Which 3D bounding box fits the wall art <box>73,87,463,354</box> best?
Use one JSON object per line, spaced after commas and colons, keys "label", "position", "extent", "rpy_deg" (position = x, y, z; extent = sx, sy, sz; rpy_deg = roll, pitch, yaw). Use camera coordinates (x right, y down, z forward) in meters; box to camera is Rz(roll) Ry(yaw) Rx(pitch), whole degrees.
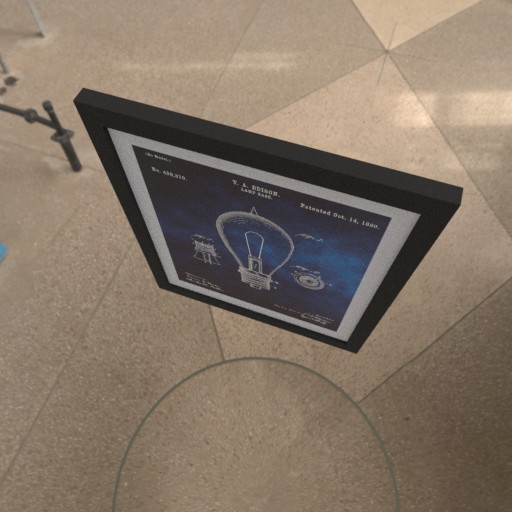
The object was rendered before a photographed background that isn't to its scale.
{"label": "wall art", "position": [0.000, 0.000, 0.689], "extent": [0.428, 0.505, 0.023], "rpy_deg": [17, 63, 9]}
